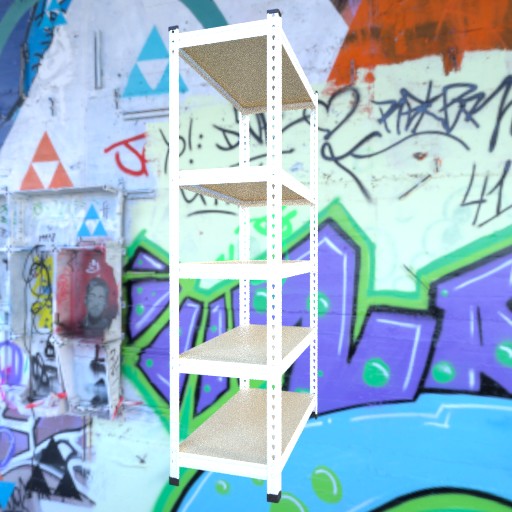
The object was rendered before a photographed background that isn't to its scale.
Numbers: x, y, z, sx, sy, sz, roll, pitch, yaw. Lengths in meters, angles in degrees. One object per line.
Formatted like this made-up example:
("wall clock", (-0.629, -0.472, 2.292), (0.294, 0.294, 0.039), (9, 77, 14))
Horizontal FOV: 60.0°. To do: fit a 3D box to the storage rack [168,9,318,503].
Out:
("storage rack", (0.000, 0.000, 2.139), (0.457, 1.829, 0.914), (0, 0, 17))
